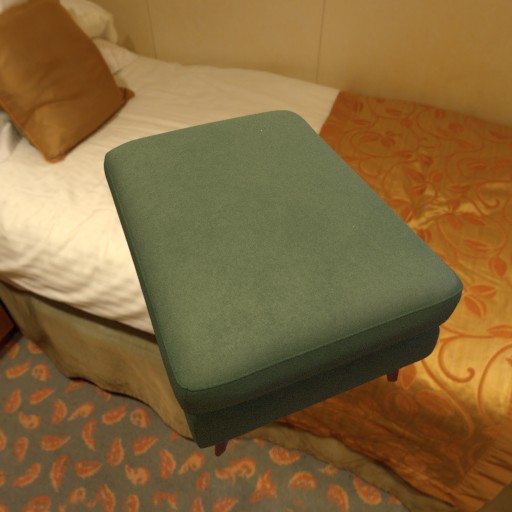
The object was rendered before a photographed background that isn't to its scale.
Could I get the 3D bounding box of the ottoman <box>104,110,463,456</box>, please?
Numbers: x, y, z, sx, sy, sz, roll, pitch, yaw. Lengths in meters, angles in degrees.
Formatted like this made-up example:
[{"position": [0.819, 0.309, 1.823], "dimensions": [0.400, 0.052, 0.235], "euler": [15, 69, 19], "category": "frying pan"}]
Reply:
[{"position": [0.000, 0.000, 1.155], "dimensions": [0.608, 0.449, 0.811], "euler": [-17, 48, -16], "category": "ottoman"}]
